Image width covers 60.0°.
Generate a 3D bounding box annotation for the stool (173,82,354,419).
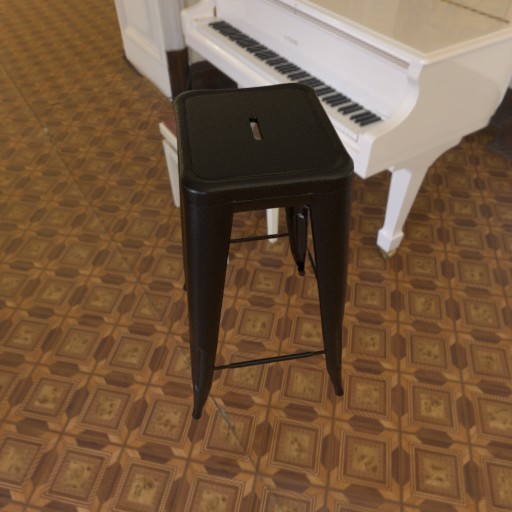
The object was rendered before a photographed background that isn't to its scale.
[{"bbox_3d":[0.000,0.000,0.931,0.423,0.609,0.455,-15,49,-14],"label":"stool"}]
